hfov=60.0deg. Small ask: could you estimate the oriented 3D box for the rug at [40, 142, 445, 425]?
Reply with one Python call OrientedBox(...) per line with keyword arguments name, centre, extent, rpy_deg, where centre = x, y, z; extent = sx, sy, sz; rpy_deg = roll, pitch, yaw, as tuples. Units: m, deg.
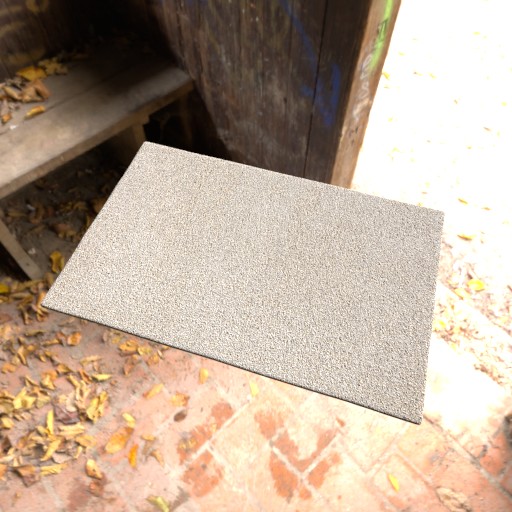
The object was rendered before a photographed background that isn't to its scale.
OrientedBox(name="rug", centre=(0.000, 0.000, 3.455), extent=(2.743, 0.030, 1.778), rpy_deg=(15, 59, 9))
